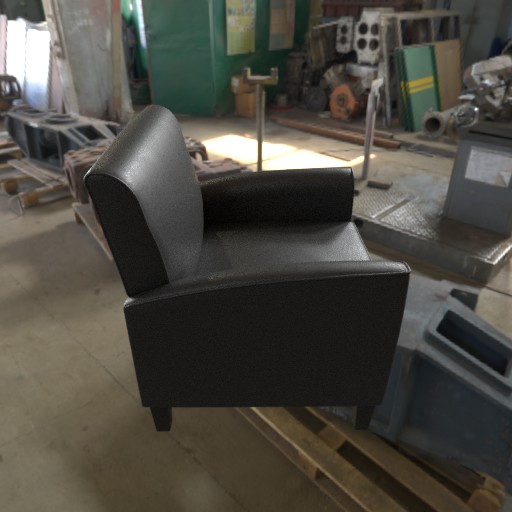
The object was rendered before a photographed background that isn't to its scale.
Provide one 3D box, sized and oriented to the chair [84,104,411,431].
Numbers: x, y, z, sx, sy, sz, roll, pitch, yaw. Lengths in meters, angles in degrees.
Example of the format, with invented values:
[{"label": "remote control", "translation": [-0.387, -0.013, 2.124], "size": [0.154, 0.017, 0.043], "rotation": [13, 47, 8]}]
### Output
[{"label": "chair", "translation": [0.000, 0.000, 1.570], "size": [0.819, 0.916, 0.820], "rotation": [0, 31, 0]}]
